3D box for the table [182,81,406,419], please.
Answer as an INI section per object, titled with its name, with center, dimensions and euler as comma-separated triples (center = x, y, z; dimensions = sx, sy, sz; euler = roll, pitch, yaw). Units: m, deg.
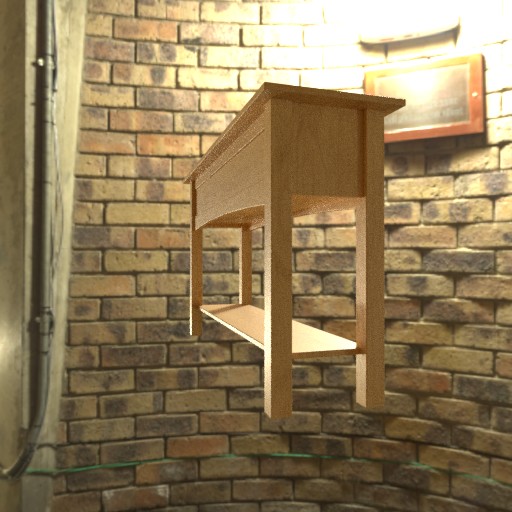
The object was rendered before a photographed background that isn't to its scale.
[table]
center = 0.000, 0.000, 1.576
dimensions = 0.350, 0.730, 1.240
euler = 0, 0, -17
